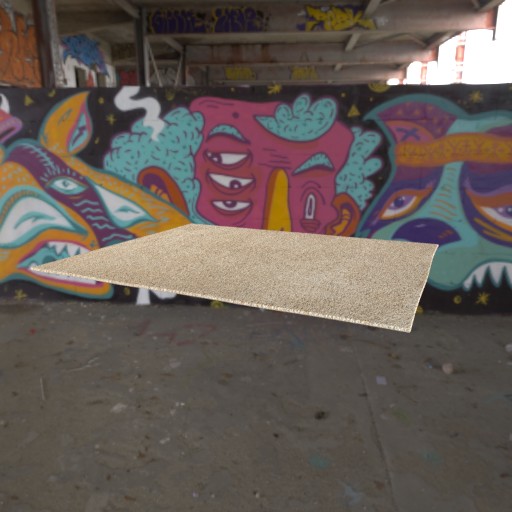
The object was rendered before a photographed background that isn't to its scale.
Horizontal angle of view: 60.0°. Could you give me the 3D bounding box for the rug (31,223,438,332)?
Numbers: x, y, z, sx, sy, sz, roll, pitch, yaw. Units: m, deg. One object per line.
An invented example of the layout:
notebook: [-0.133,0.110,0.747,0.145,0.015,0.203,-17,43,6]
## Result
rug: [0.000,0.000,4.108,3.000,0.025,2.400,6,15,24]
